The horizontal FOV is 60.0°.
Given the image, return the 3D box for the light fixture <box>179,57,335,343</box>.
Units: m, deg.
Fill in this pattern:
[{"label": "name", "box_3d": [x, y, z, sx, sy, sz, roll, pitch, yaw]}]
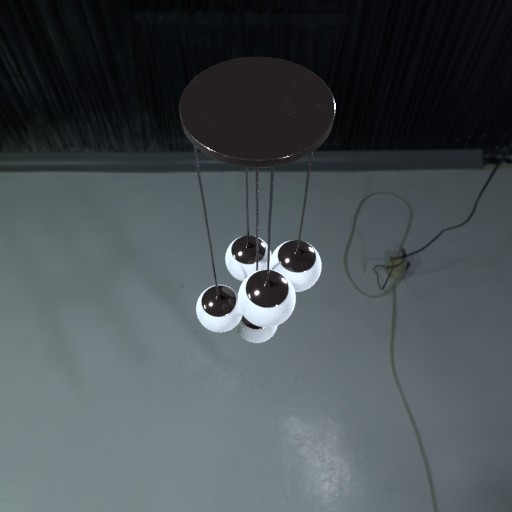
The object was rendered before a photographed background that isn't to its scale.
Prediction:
[{"label": "light fixture", "box_3d": [0.000, 0.000, 1.520, 0.484, 1.271, 0.489, -2, 58, -2]}]
